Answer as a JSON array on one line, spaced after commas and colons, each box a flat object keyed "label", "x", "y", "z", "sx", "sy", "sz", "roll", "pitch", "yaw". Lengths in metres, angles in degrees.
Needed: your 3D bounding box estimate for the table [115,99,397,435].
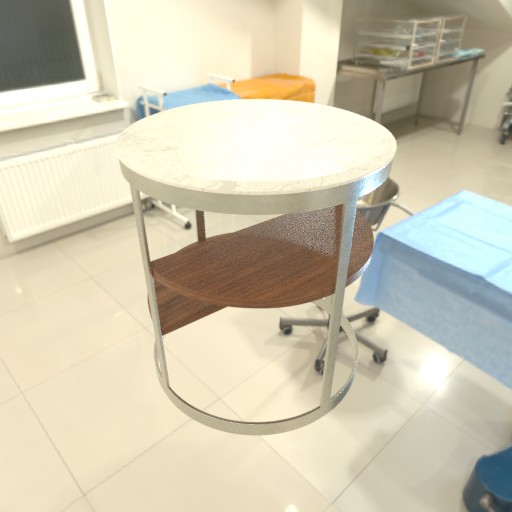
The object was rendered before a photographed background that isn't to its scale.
[{"label": "table", "x": 0.000, "y": 0.000, "z": 0.781, "sx": 0.407, "sy": 0.447, "sz": 0.407, "roll": 0, "pitch": 33, "yaw": 0}]
